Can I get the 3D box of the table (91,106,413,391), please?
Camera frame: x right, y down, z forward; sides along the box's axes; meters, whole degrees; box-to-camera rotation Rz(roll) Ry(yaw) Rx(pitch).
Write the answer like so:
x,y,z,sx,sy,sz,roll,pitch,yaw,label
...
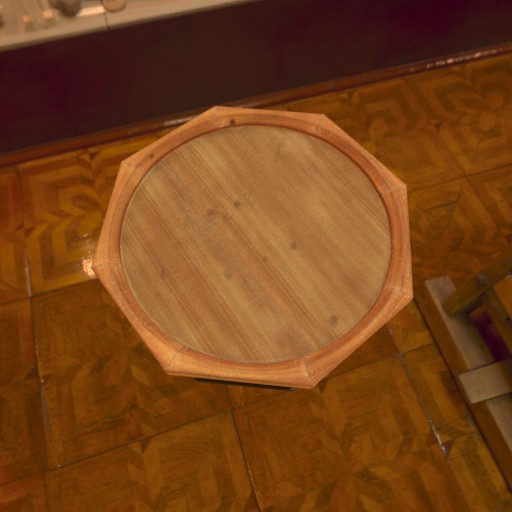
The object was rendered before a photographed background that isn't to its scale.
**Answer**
x,y,z,sx,sy,sz,roll,pitch,yaw,label
0.000,0.000,1.545,1.002,0.444,1.002,0,64,0,table
